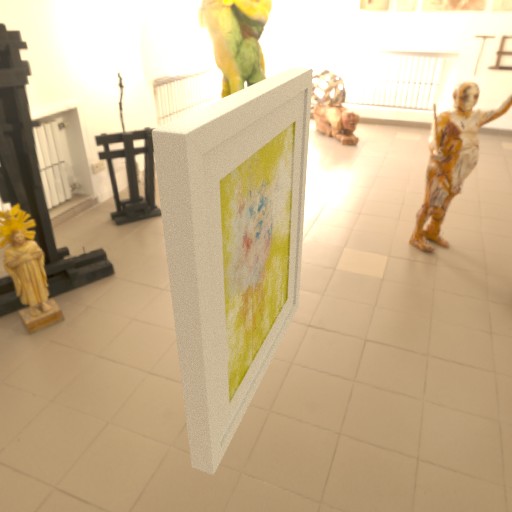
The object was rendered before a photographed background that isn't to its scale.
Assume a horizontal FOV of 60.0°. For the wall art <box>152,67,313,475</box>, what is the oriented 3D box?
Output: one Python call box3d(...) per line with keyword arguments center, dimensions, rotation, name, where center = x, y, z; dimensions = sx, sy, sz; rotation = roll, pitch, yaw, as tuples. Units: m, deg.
box3d(center=(0.000, 0.000, 0.533), dimensions=(0.028, 0.381, 0.331), rotation=(11, 32, 18), name="wall art")
